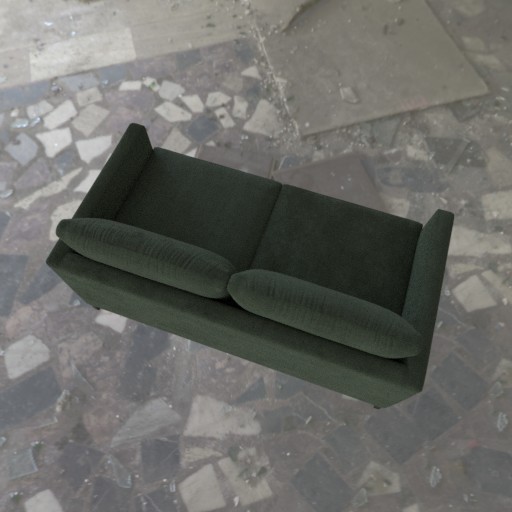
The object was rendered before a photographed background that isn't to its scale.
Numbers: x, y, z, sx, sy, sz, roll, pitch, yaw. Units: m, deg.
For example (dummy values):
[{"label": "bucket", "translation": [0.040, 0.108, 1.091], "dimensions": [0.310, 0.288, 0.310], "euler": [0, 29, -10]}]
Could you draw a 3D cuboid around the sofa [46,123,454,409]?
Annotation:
[{"label": "sofa", "translation": [0.000, 0.000, 2.167], "dimensions": [1.676, 0.817, 0.875], "euler": [18, 65, 8]}]
